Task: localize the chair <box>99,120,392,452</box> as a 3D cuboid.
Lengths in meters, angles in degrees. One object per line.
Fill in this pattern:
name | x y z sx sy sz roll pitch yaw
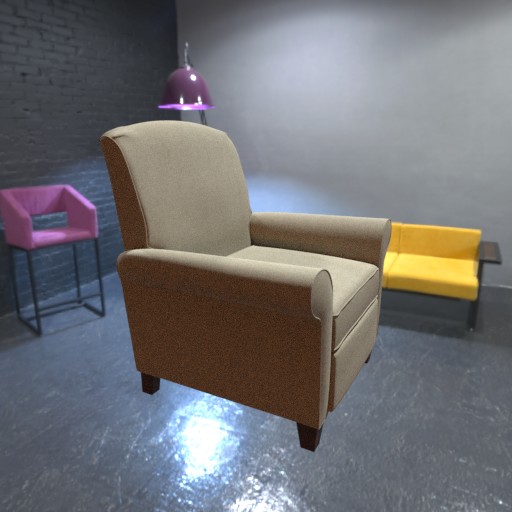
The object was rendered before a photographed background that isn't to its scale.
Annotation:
chair | 0.000 0.000 1.803 0.905 1.061 0.978 8 18 27
